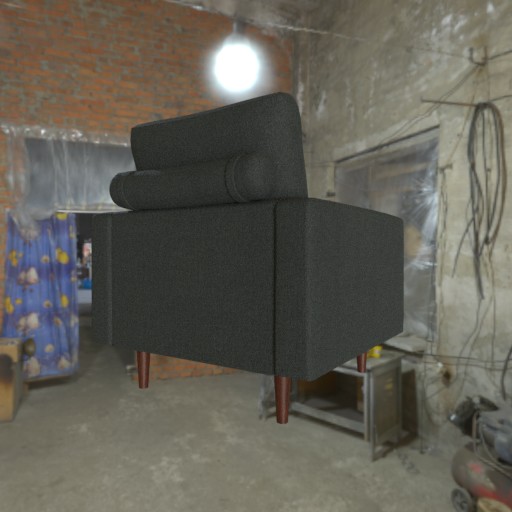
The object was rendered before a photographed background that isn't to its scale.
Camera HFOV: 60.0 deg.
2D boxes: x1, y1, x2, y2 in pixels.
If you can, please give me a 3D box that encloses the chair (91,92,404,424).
[{"bbox_3d":[0.000,0.000,1.559,0.821,0.880,0.843,0,1,34],"label":"chair"}]
